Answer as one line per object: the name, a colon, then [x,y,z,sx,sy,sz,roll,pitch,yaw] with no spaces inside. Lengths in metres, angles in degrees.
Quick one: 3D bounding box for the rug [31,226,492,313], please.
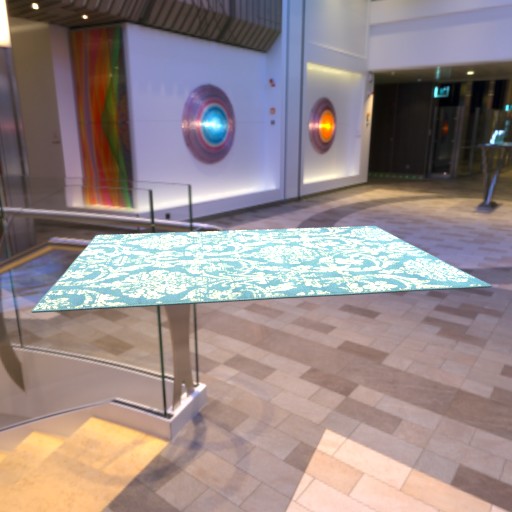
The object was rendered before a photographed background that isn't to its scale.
rug: [0.000,0.000,2.313,1.833,0.012,1.211,-2,16,-8]
